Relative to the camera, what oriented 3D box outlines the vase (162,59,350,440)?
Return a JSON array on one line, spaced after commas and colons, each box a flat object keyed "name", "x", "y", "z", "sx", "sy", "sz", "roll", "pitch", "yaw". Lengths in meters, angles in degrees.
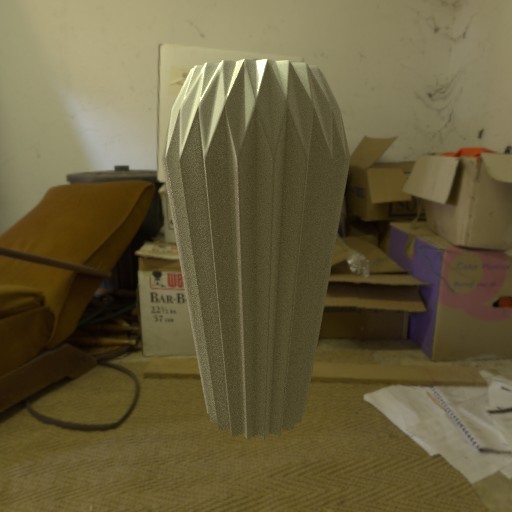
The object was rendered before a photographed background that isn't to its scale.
[{"name": "vase", "x": 0.000, "y": 0.000, "z": 0.337, "sx": 0.133, "sy": 0.263, "sz": 0.133, "roll": 0, "pitch": 14, "yaw": 0}]
